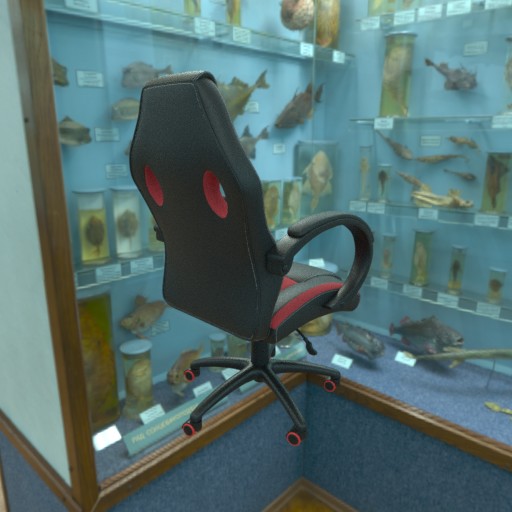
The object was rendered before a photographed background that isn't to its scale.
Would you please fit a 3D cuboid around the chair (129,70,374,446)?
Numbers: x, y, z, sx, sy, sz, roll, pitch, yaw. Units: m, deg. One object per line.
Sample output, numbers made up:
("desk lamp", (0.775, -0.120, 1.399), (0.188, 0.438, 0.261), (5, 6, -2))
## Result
("chair", (0.000, 0.000, 1.623), (0.673, 1.187, 0.724), (15, 21, 43))
